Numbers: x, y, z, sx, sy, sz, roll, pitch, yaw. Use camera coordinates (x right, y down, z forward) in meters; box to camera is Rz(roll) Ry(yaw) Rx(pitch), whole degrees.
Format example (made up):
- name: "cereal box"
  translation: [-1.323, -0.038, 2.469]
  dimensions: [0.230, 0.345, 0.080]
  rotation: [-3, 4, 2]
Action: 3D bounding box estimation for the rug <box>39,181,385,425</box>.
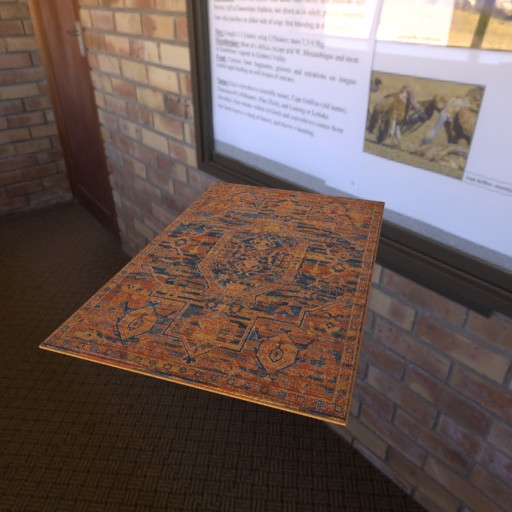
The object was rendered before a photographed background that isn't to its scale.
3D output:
- name: "rug"
  translation: [0.000, 0.000, 2.227]
  dimensions: [1.148, 0.013, 1.758]
  rotation: [9, 32, 15]
